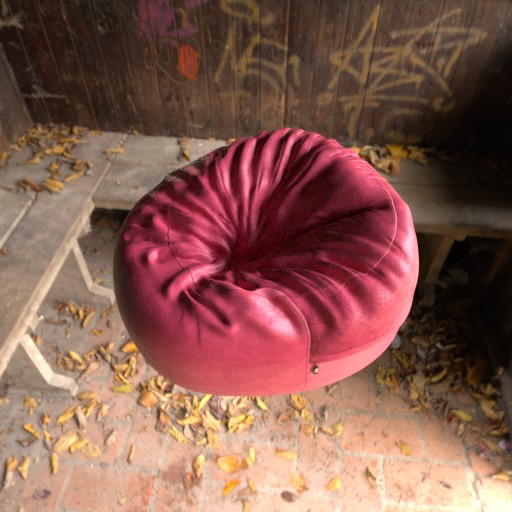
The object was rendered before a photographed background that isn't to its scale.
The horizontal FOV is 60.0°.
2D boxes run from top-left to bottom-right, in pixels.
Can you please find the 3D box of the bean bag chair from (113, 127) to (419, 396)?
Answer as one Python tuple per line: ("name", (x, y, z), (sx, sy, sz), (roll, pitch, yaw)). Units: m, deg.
("bean bag chair", (0.000, 0.000, 2.413), (1.524, 0.878, 1.524), (-17, 49, -15))
